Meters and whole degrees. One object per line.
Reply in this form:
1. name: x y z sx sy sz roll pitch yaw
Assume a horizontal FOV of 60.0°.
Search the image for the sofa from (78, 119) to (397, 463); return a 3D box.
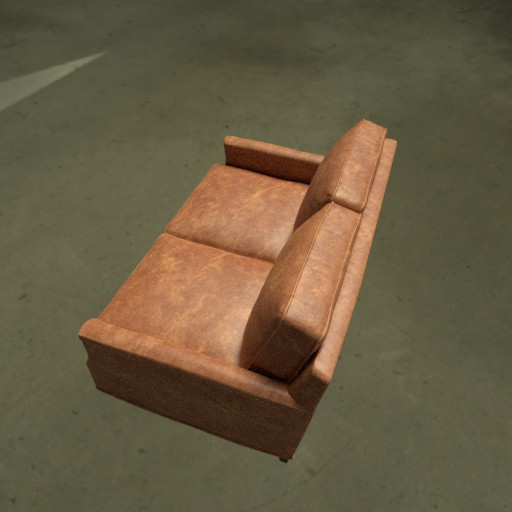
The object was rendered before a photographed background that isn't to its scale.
1. sofa: 0.000 0.000 2.264 1.084 1.003 1.597 15 48 14
